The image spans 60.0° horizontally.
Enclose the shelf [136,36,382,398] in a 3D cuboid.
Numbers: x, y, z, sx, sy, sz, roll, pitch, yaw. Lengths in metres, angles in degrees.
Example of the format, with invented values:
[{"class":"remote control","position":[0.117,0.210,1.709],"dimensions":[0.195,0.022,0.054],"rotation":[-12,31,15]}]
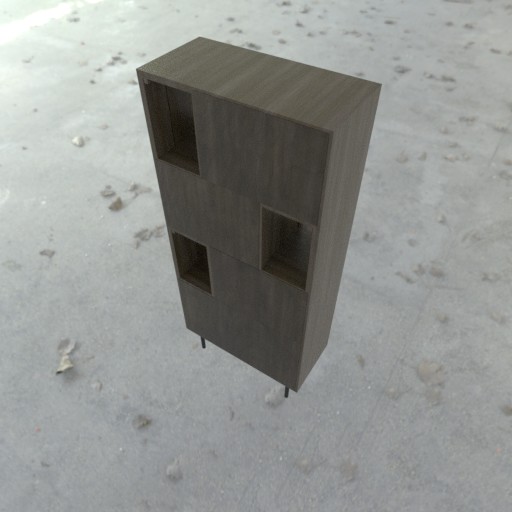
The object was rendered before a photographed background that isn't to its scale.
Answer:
[{"class":"shelf","position":[0.000,0.000,1.876],"dimensions":[0.670,1.545,0.323],"rotation":[25,51,22]}]
